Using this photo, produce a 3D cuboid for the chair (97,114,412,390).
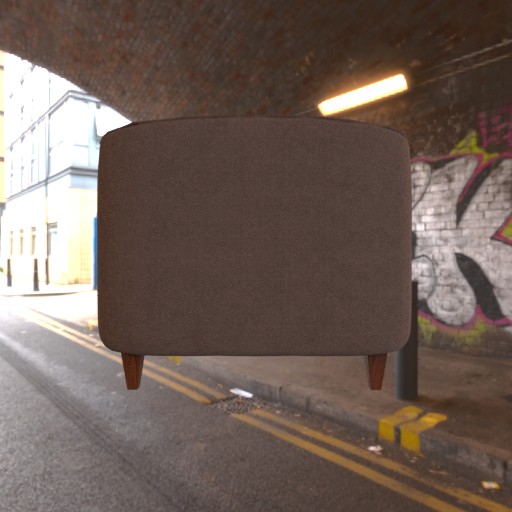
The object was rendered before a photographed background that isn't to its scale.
[{"bbox_3d":[0.000,0.000,1.782,1.104,0.852,0.941,0,0,0],"label":"chair"}]
